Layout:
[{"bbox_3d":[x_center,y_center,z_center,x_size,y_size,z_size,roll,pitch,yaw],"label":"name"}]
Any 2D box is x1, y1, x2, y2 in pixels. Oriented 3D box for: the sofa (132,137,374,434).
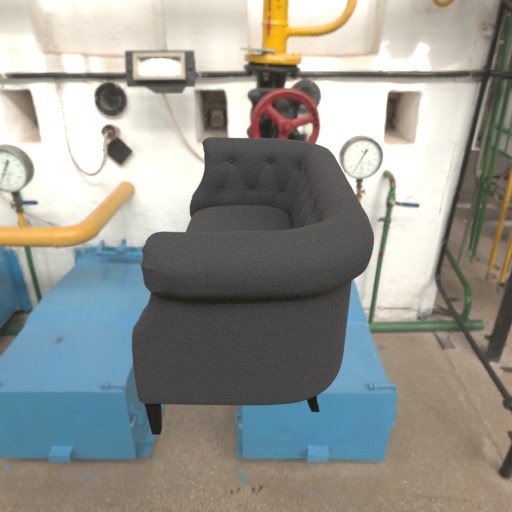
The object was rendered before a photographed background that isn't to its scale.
[{"bbox_3d":[0.000,0.000,2.096,0.835,0.827,1.558,1,27,1],"label":"sofa"}]
